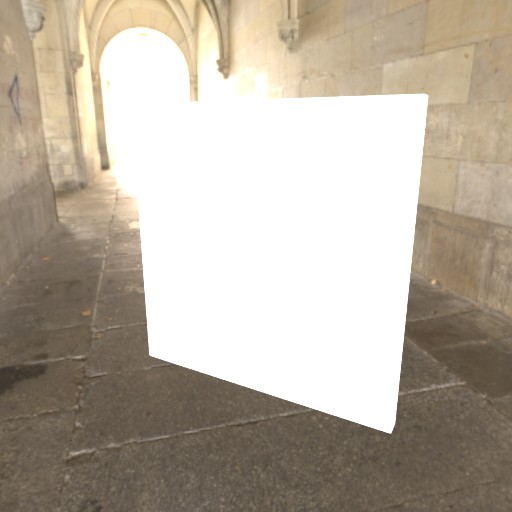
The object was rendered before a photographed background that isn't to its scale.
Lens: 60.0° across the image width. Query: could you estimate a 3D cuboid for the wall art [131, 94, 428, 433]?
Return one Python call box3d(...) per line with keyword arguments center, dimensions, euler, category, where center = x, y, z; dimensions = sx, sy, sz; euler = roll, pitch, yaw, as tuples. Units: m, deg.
box3d(center=(0.000, 0.000, 1.148), dimensions=(0.762, 0.762, 0.040), euler=(9, 18, 28), category="wall art")
